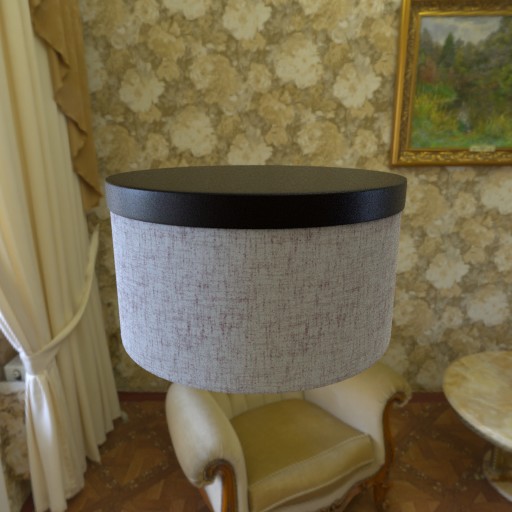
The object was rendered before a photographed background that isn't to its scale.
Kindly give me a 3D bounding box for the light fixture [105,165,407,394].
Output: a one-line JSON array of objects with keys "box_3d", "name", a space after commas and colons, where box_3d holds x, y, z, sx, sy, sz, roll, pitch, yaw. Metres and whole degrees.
[{"box_3d": [0.000, 0.000, 0.630, 0.389, 0.229, 0.389, 0, 15, 0], "name": "light fixture"}]
